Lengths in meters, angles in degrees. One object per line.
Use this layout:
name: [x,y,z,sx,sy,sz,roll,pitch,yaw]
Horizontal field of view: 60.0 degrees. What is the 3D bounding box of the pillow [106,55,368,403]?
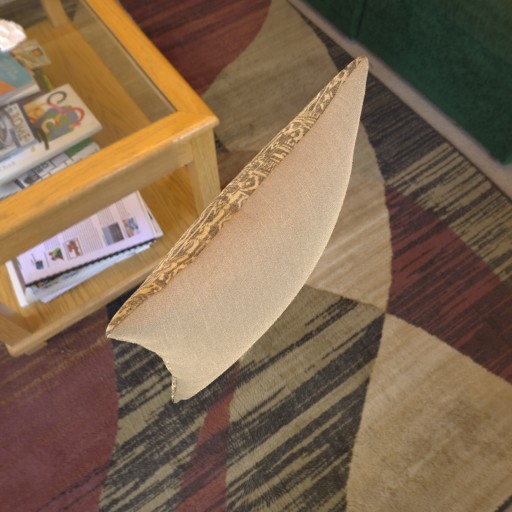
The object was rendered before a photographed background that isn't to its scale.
pillow: [0.000,0.000,0.780,0.180,0.487,0.546,34,69,15]
